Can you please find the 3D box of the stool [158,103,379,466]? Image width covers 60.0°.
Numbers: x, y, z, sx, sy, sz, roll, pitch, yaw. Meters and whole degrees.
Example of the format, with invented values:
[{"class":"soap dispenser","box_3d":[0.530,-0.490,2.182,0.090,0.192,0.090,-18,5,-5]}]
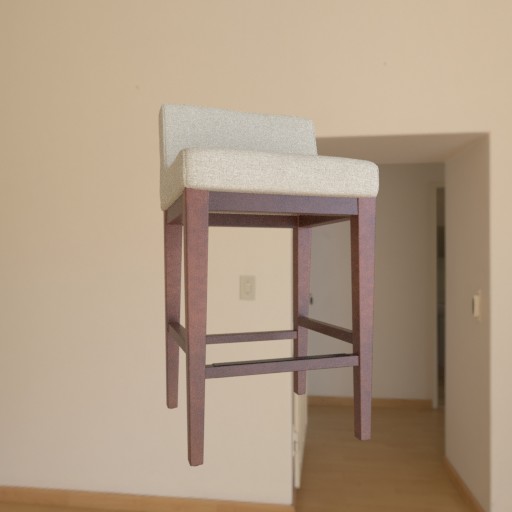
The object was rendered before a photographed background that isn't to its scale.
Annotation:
[{"class":"stool","box_3d":[0.000,0.000,1.261,0.511,0.937,0.500,0,0,-18]}]
